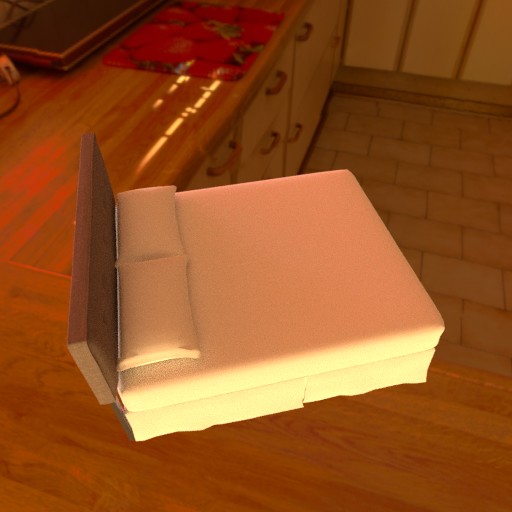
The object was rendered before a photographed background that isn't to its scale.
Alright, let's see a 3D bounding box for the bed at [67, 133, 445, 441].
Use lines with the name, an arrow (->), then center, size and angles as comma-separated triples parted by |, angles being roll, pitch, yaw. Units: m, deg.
bed -> 0.000, 0.000, 2.786 | 1.894, 1.089, 1.610 | -10, 48, -9
